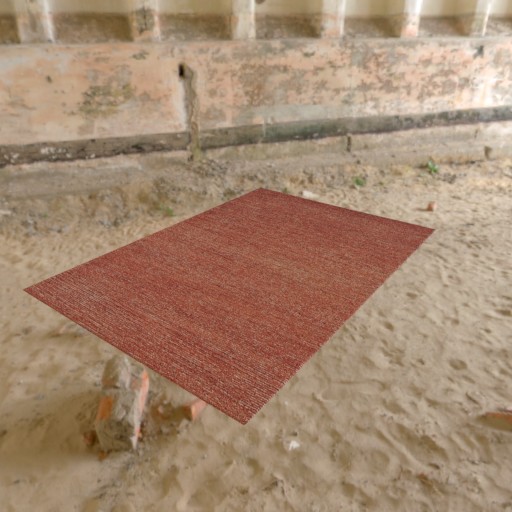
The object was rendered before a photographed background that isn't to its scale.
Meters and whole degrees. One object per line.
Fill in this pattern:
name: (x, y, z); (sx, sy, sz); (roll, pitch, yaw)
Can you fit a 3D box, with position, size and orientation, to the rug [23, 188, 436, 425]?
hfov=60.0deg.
rug: (0.000, 0.000, 5.042); (2.803, 0.025, 3.965); (19, 33, 32)
